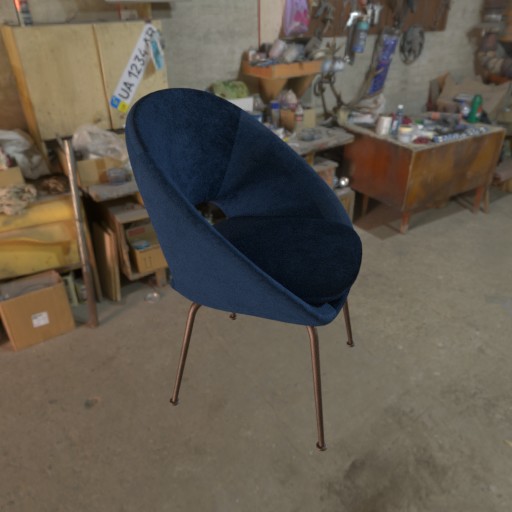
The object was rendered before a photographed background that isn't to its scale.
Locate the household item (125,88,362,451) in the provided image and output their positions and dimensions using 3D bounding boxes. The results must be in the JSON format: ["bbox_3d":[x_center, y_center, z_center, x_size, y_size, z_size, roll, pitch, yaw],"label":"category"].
[{"bbox_3d":[0.000,0.000,1.243,0.573,0.852,0.623,10,30,18],"label":"household item"}]
